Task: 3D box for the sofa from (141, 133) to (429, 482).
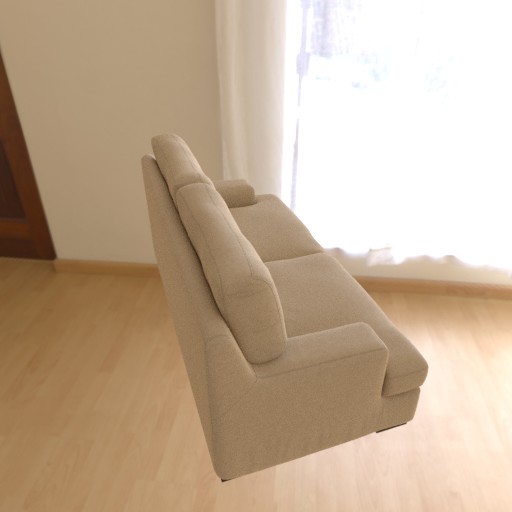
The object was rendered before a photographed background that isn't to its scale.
[{"bbox_3d":[0.000,0.000,2.420,0.962,0.967,1.885,-10,33,-16],"label":"sofa"}]
